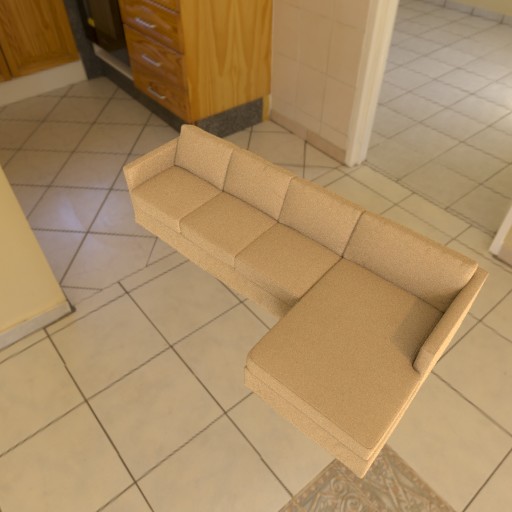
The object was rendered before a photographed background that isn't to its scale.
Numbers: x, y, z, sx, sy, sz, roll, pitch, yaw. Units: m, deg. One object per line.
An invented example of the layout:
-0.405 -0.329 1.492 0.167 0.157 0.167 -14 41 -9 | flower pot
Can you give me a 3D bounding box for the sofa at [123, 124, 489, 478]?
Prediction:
0.000 0.000 3.732 3.177 0.867 1.622 31 53 27 | sofa
